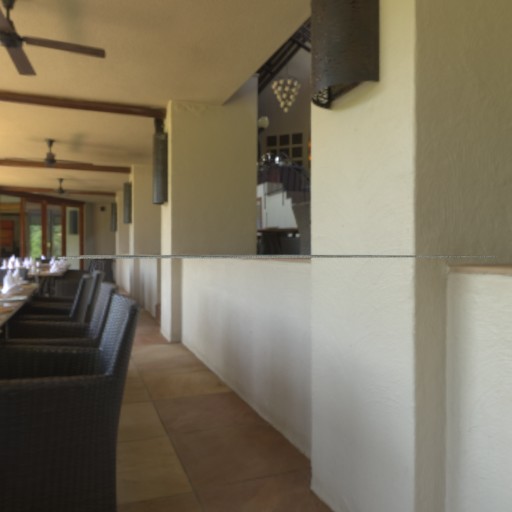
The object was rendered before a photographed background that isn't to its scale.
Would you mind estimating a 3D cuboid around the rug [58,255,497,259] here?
[{"bbox_3d":[0.000,0.000,4.006,3.036,0.008,2.440,0,0,-18],"label":"rug"}]
